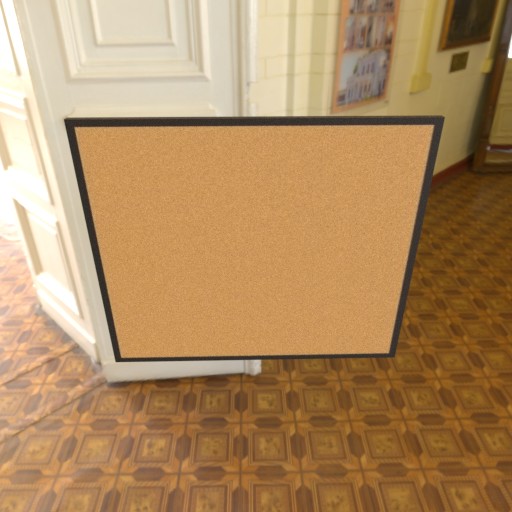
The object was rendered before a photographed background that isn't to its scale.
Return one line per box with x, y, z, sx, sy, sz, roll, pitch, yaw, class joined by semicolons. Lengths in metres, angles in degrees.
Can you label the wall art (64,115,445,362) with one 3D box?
0.000;0.000;1.430;1.033;0.875;0.023;-1;30;-1;wall art
